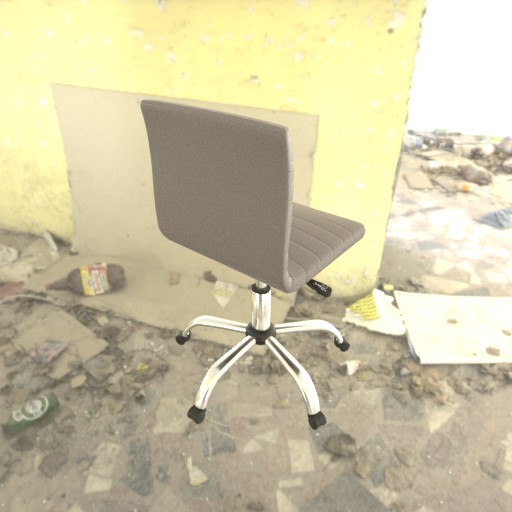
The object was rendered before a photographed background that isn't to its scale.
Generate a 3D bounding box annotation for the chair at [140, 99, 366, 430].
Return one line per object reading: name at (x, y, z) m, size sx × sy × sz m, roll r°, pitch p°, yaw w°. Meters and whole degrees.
chair at (0.000, 0.000, 1.142) m, size 0.556 × 0.780 × 0.530 m, roll 23°, pitch 37°, yaw 34°
